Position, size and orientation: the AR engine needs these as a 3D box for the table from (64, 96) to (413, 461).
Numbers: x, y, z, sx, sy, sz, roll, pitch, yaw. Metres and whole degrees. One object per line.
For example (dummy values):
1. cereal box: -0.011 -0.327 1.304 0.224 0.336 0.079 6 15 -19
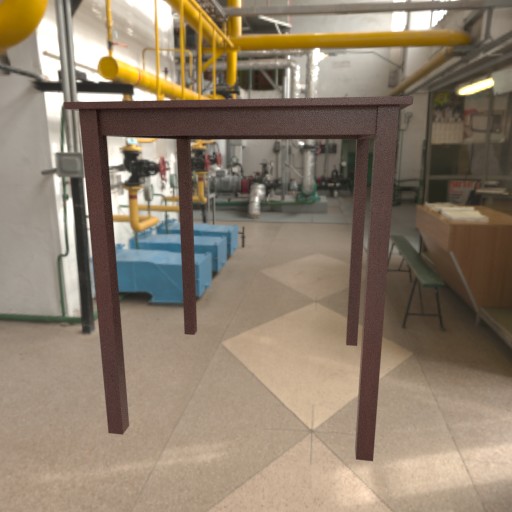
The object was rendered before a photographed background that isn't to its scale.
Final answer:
1. table: 0.000 0.000 1.602 0.861 0.991 0.861 2 14 9
